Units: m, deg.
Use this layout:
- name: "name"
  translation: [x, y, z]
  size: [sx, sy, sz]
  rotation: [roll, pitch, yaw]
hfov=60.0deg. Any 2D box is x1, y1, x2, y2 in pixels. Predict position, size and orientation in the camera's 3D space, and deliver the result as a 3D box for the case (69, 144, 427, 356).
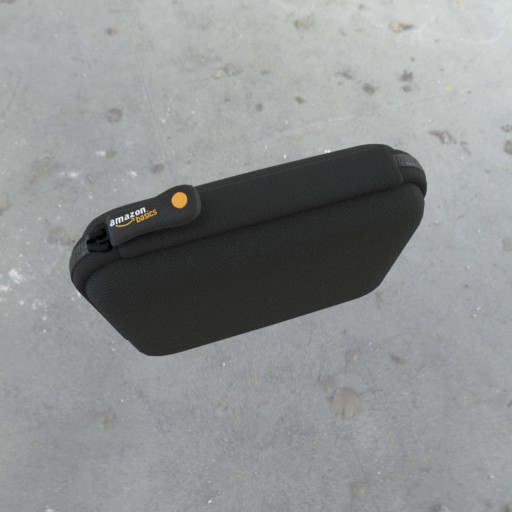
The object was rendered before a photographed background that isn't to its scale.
- name: "case"
  translation: [0.000, 0.000, 0.181]
  size: [0.132, 0.105, 0.038]
  rotation: [-16, 65, -8]
